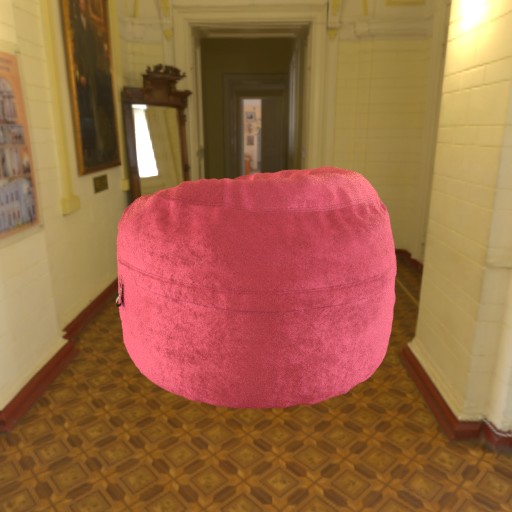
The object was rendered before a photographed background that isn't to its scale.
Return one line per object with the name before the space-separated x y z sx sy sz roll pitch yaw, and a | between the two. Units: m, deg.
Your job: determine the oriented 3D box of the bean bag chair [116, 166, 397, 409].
bean bag chair | 0.000 0.000 1.990 1.218 0.788 1.218 0 16 0
